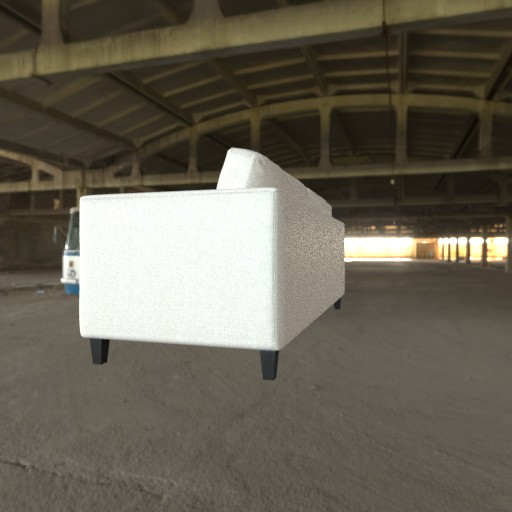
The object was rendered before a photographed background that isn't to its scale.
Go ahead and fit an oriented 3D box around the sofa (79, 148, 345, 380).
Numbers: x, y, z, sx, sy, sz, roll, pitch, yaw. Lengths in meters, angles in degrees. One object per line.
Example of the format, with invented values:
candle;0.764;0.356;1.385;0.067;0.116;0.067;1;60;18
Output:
sofa;0.000;0.000;2.984;0.948;0.965;2.434;0;1;17
